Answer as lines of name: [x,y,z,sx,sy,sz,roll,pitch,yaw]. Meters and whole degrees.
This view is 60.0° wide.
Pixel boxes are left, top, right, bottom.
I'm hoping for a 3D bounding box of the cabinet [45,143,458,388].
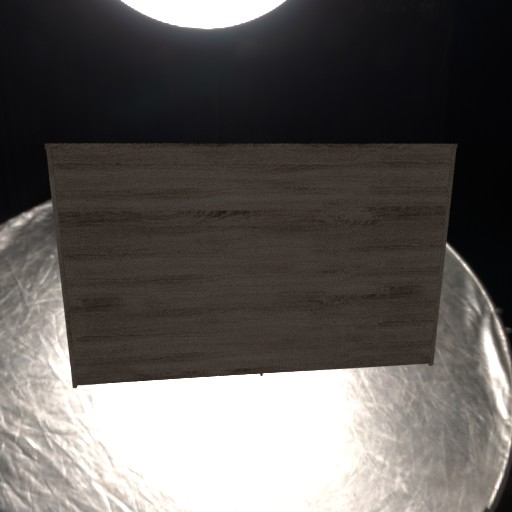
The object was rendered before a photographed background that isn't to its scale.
cabinet: [0.000,0.000,1.837,1.450,0.900,0.380,-2,14,-7]
